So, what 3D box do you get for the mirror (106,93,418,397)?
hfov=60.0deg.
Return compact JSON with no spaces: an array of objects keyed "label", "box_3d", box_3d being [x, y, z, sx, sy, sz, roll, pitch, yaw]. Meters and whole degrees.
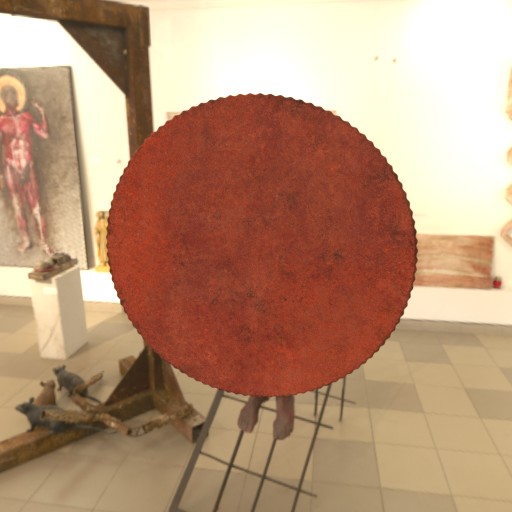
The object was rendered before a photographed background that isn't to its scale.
[{"label":"mirror","box_3d":[0.000,0.000,0.885,0.609,0.609,0.056,2,16,8]}]
